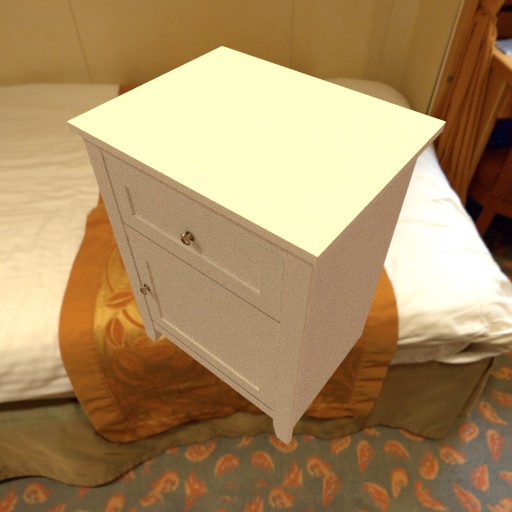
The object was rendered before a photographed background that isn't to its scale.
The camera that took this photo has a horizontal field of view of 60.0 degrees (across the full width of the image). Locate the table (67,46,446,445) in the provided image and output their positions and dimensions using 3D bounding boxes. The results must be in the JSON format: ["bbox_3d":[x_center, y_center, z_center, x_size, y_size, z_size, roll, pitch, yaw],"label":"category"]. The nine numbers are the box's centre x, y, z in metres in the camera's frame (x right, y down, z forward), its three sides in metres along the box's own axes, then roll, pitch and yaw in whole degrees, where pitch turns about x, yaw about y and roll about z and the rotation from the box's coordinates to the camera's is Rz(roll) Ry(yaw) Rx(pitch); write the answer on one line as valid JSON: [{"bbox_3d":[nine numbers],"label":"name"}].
[{"bbox_3d":[0.000,0.000,0.947,0.480,0.635,0.381,30,54,25],"label":"table"}]
